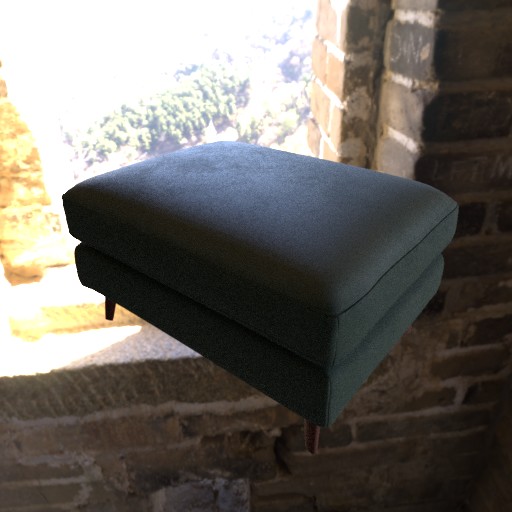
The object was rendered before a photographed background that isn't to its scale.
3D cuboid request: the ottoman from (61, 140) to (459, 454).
[{"bbox_3d":[0.000,0.000,1.141,0.811,0.449,0.608,22,36,33],"label":"ottoman"}]
